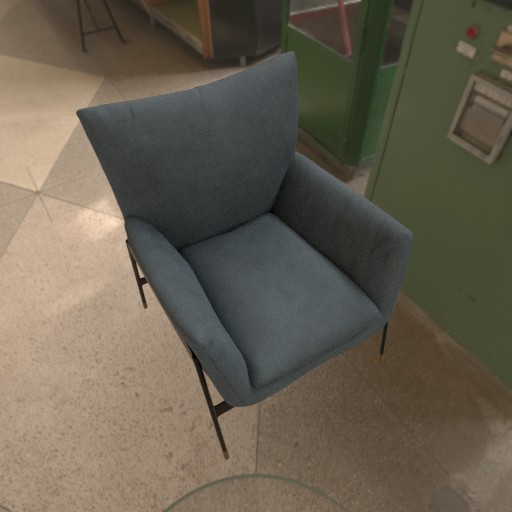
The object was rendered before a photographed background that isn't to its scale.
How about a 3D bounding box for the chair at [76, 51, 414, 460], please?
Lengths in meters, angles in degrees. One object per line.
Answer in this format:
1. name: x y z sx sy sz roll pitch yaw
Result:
1. chair: 0.000 0.000 1.361 0.678 0.858 0.709 -24 52 -20
